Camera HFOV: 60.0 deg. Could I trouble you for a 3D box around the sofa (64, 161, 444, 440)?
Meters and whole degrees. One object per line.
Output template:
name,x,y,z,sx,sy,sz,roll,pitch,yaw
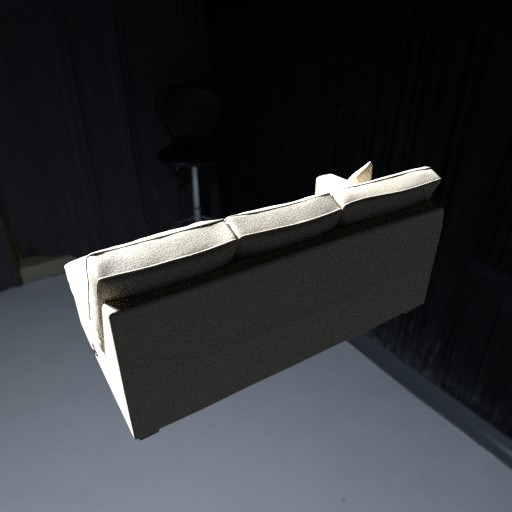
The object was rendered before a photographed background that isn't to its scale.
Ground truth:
sofa,0.000,0.000,2.583,1.962,0.946,1.034,-18,35,-28
